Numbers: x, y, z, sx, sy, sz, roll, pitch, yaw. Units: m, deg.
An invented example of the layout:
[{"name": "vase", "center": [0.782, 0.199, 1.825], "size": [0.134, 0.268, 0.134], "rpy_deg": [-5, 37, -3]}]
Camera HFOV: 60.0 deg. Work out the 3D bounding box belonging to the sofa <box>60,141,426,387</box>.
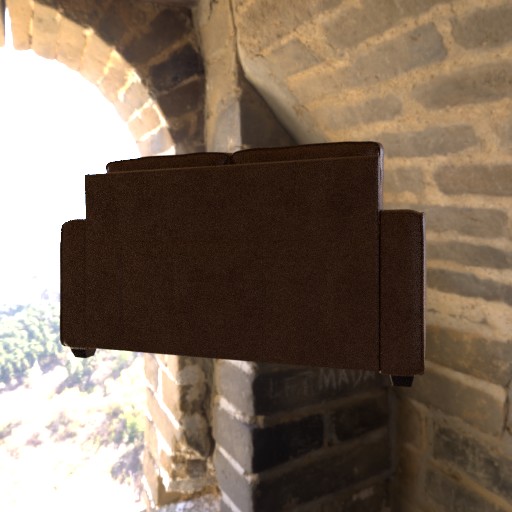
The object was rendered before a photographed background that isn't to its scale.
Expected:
[{"name": "sofa", "center": [0.000, 0.000, 2.159], "size": [1.532, 0.896, 1.020], "rpy_deg": [0, 1, 18]}]
